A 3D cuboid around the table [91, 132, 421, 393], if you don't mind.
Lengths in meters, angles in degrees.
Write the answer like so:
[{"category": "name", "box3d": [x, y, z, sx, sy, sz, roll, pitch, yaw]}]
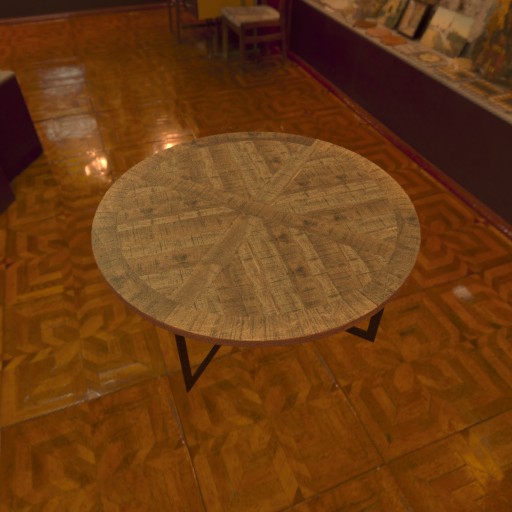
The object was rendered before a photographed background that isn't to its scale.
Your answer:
[{"category": "table", "box3d": [0.000, 0.000, 1.934, 1.264, 0.516, 1.264, 0, 44, 0]}]
